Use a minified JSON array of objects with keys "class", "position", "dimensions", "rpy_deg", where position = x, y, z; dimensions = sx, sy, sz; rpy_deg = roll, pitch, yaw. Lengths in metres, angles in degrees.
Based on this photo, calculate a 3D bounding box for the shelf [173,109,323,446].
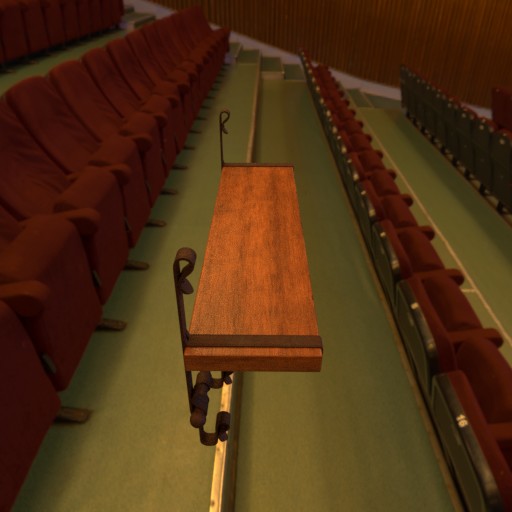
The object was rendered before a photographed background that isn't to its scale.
[{"class":"shelf","position":[0.000,0.000,0.711],"dimensions":[0.146,0.330,0.567],"rpy_deg":[0,32,1]}]
